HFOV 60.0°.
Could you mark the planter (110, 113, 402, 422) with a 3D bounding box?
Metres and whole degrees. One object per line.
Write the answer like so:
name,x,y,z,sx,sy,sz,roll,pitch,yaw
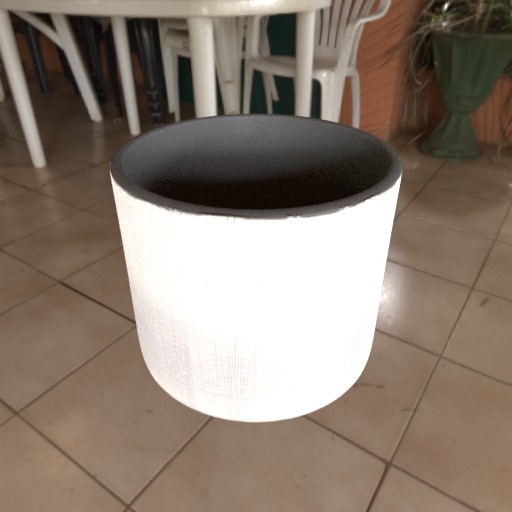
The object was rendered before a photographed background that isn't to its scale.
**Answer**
planter,0.000,0.000,0.449,0.254,0.221,0.254,0,33,0
